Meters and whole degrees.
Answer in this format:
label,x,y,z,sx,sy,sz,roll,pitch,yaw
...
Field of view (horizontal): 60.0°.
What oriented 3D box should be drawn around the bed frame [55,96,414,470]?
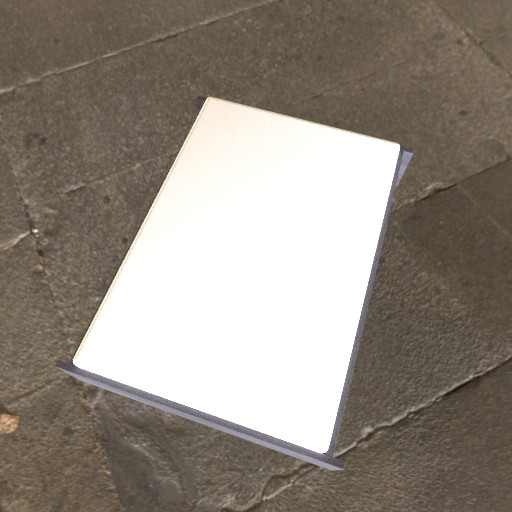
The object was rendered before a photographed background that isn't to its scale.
label,x,y,z,sx,sy,sz,roll,pitch,yaw
bed frame,0.000,0.000,2.666,1.490,0.432,1.950,17,65,8
